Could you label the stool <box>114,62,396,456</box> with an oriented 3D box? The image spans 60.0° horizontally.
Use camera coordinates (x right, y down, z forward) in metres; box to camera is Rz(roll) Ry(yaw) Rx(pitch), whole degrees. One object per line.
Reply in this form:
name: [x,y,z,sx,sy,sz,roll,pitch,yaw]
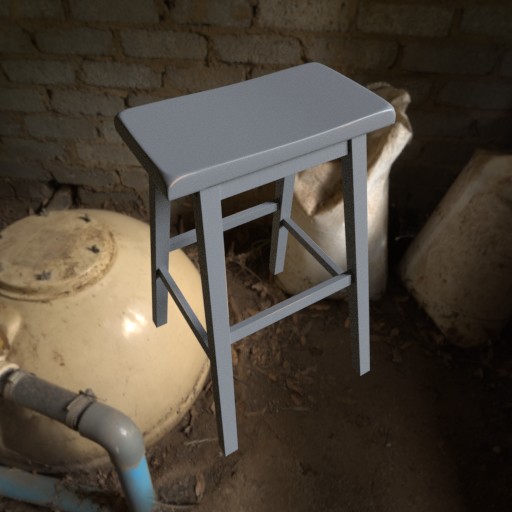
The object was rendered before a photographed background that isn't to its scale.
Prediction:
stool: [0.000,0.000,1.042,0.457,0.737,0.476,-23,49,-21]
